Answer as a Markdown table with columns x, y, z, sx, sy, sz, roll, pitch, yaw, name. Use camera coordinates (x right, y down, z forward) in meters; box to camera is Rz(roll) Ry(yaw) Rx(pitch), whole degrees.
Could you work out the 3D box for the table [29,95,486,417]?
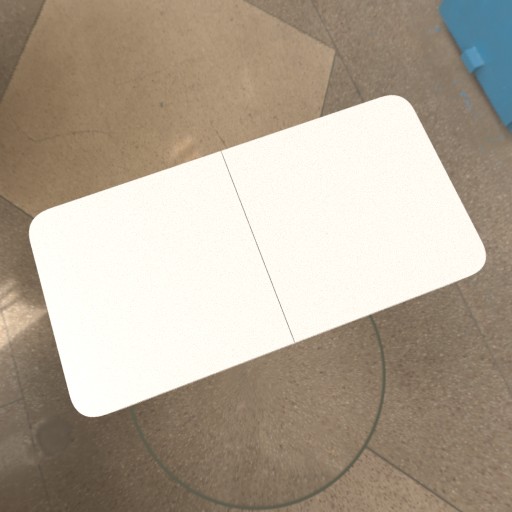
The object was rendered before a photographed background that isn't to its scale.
| x | y | z | sx | sy | sz | roll | pitch | yaw | name |
| --- | --- | --- | --- | --- | --- | --- | --- | --- | --- |
| 0.000 | 0.000 | 1.421 | 1.200 | 0.340 | 0.600 | -20 | 77 | -5 | table |
